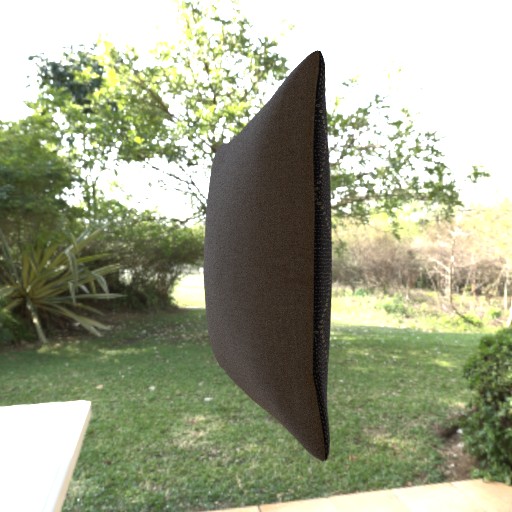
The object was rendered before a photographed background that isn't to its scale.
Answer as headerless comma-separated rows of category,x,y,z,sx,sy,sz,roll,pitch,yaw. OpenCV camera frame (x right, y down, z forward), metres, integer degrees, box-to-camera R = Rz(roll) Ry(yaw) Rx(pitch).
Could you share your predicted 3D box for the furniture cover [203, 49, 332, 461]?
furniture cover,0.000,0.000,0.778,0.162,0.503,0.511,0,0,-18
